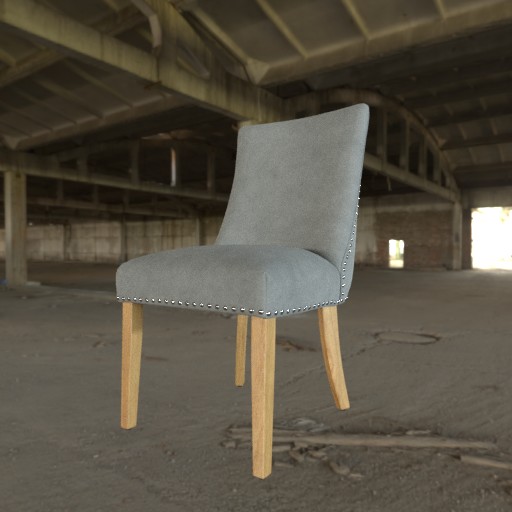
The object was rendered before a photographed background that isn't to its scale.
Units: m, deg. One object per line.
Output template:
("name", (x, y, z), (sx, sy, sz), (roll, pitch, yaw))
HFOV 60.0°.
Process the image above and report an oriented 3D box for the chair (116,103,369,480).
("chair", (0.000, 0.000, 1.253), (0.495, 0.902, 0.610), (1, 2, 35))
